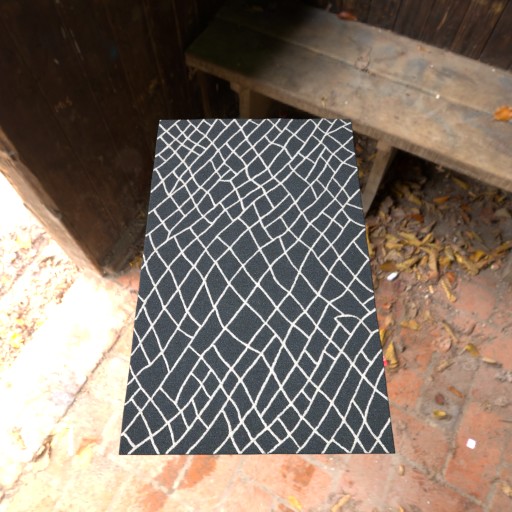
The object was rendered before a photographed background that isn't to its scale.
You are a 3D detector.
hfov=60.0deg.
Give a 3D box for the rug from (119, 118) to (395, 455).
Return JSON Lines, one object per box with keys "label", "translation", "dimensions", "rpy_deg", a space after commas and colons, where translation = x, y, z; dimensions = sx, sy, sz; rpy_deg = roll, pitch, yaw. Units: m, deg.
{"label": "rug", "translation": [0.000, 0.000, 2.989], "dimensions": [1.529, 0.017, 2.448], "rpy_deg": [0, 63, 0]}
